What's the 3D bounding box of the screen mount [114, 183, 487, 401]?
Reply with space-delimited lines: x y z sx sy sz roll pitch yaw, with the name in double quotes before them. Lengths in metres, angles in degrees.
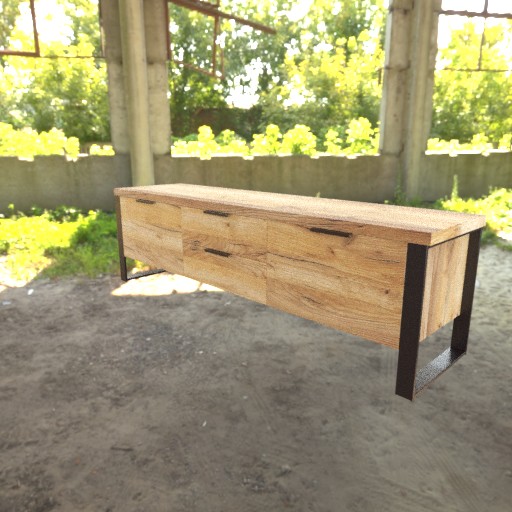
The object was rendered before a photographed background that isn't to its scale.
"screen mount" 0.000 0.000 1.743 1.524 0.450 0.395 14 20 43
